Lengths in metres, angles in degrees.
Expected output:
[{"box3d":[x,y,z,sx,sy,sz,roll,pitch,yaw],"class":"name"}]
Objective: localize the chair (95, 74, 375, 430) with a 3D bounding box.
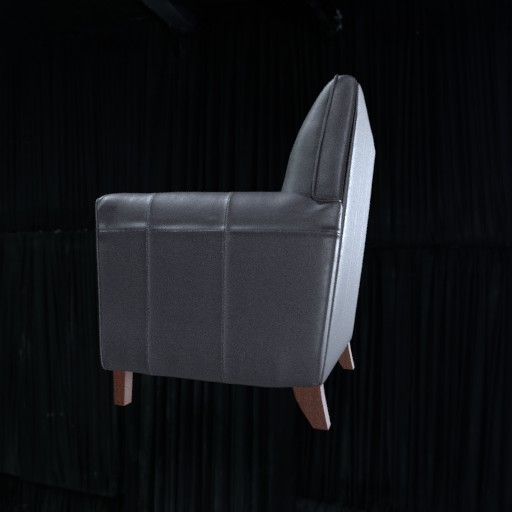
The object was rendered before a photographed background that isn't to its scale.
[{"box3d":[0.000,0.000,1.636,0.825,0.943,0.870,0,-1,18],"class":"chair"}]
